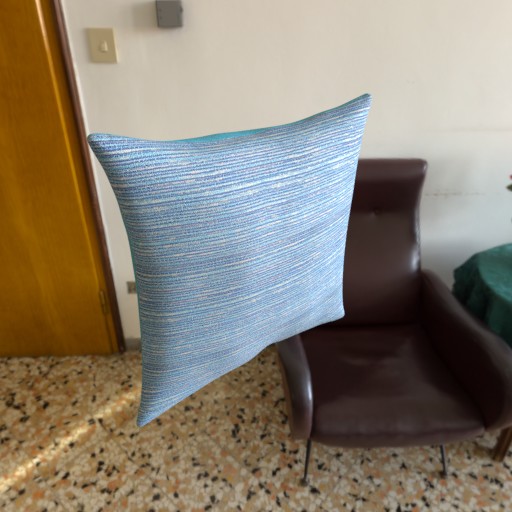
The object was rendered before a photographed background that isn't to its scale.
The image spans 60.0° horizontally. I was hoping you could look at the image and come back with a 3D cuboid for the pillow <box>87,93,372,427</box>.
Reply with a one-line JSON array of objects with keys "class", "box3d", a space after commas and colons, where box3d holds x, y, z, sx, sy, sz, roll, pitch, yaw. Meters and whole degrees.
[{"class": "pillow", "box3d": [0.000, 0.000, 0.772, 0.514, 0.497, 0.150, -21, 36, -32]}]
